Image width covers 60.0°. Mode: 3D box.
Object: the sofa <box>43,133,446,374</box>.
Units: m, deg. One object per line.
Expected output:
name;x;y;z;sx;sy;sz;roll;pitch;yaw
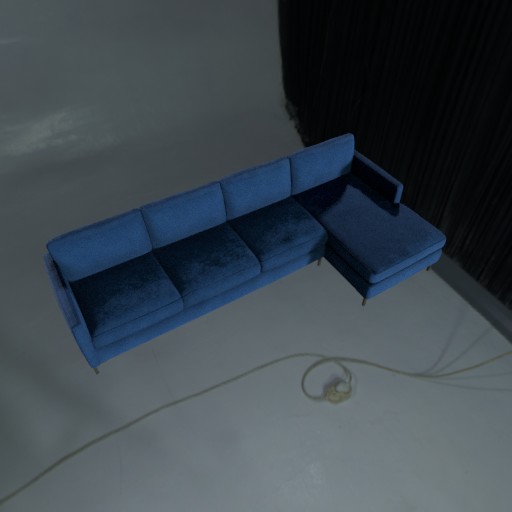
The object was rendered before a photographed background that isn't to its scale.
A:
sofa;0.000;0.000;3.526;2.932;0.810;1.350;-24;51;-21
